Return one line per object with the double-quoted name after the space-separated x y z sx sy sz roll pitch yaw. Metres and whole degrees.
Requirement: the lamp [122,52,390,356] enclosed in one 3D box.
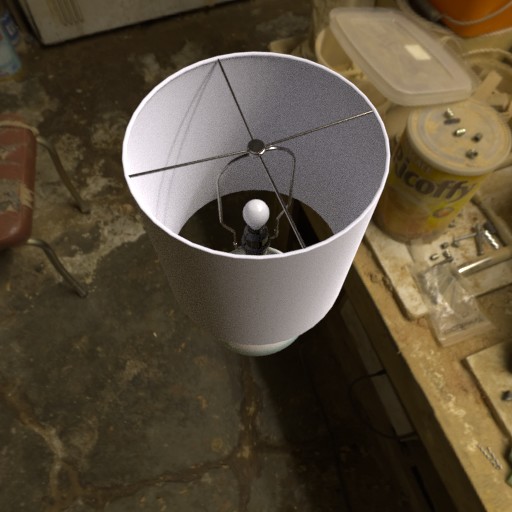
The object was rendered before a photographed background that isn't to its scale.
0.000 0.000 0.540 0.217 0.404 0.217 -17 64 -9 "lamp"
